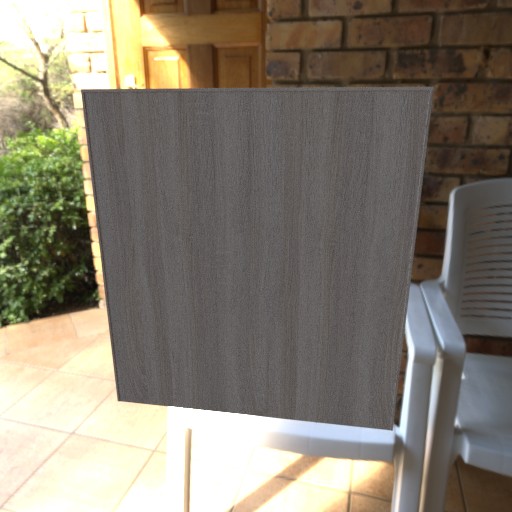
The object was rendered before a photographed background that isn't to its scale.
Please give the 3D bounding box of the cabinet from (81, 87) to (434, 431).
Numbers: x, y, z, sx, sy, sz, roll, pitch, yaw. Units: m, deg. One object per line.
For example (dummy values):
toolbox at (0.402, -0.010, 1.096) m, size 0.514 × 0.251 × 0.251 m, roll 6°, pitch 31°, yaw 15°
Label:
cabinet at (0.000, 0.000, 2.936) m, size 1.870 × 2.060 × 0.620 m, roll 3°, pitch 19°, yaw 9°
